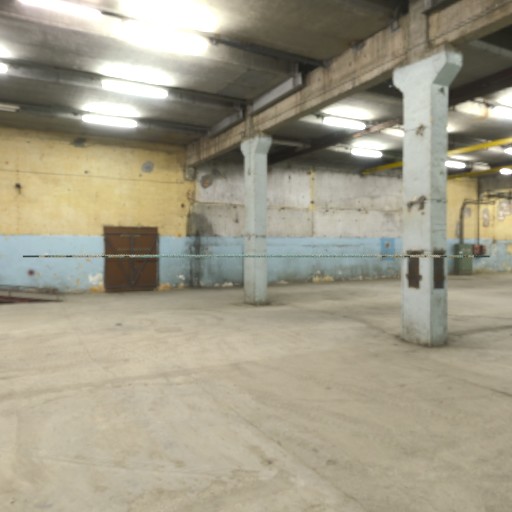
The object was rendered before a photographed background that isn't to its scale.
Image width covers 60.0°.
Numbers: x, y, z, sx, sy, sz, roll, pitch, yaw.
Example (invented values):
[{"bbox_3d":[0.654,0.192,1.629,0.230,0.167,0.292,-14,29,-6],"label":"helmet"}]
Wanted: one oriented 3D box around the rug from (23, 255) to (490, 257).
[{"bbox_3d":[0.000,0.000,2.688,2.441,0.010,0.744,0,0,0],"label":"rug"}]
